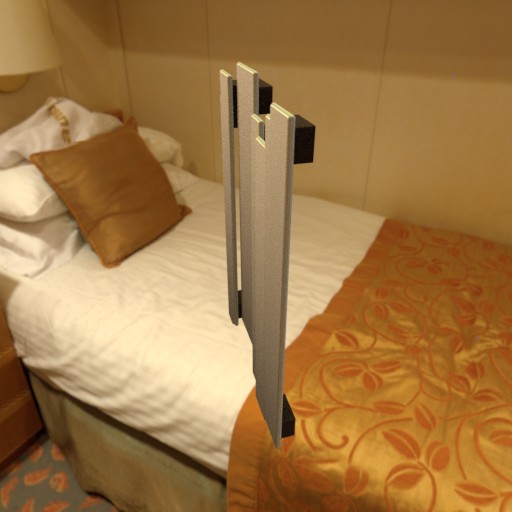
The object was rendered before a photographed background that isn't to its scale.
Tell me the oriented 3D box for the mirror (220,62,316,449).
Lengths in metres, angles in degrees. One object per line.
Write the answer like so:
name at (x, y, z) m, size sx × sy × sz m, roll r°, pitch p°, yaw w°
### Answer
mirror at (0.000, 0.000, 0.790) m, size 0.058 × 0.611 × 0.445 m, roll -8°, pitch 32°, yaw -14°
